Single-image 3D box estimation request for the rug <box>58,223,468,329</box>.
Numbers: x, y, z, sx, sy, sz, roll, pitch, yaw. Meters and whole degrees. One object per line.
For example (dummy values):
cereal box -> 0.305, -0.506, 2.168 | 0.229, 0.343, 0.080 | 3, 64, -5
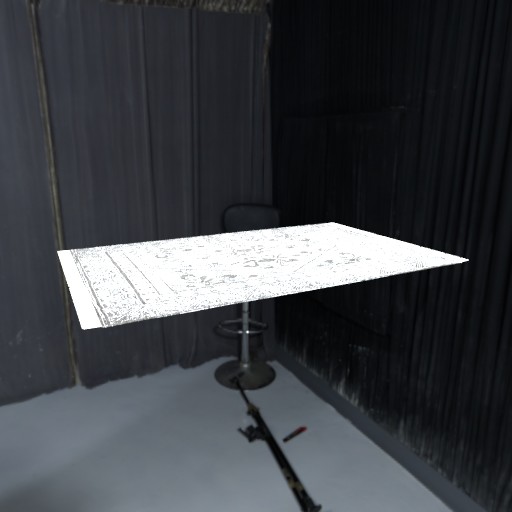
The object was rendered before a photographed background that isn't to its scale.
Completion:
rug -> 0.000, 0.000, 3.082 | 2.440, 0.010, 1.529 | -8, 17, -26
